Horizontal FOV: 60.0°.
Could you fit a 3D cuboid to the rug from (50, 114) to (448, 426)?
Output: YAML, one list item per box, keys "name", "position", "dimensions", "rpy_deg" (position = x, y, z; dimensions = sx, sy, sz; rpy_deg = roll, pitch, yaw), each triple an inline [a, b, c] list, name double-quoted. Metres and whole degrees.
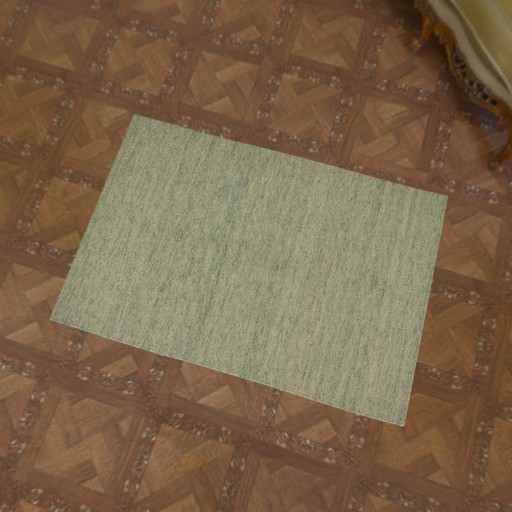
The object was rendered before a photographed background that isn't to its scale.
- name: "rug"
  position: [0.000, 0.000, 2.920]
  dimensions: [2.283, 0.013, 1.547]
  rpy_deg: [16, 75, 4]
